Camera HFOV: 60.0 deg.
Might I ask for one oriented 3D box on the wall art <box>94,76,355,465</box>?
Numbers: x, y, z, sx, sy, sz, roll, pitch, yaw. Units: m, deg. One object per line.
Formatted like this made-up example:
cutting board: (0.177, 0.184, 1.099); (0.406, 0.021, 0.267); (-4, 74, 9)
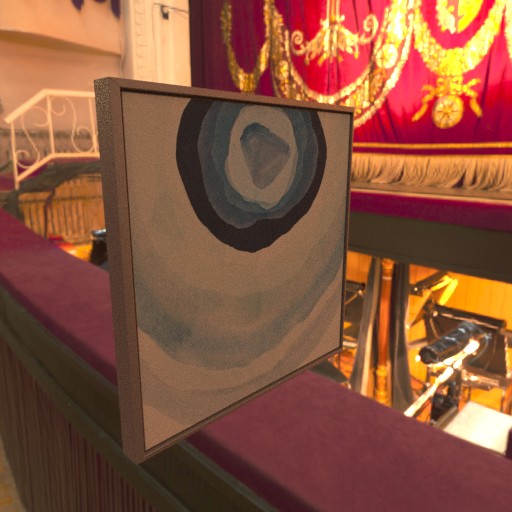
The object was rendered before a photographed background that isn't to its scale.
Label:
wall art: (0.000, 0.000, 0.512); (0.028, 0.349, 0.349); (13, 18, 43)
